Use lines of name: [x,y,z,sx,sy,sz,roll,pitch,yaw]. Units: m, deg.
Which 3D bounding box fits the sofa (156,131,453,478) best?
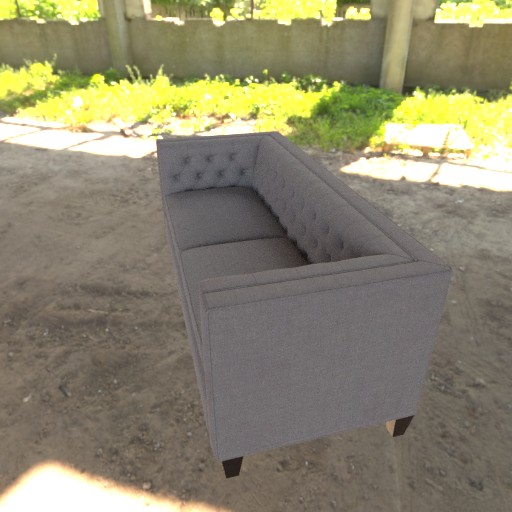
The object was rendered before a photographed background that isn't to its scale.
sofa: [0.000,0.000,2.179,0.775,0.762,1.778,-8,30,-13]
